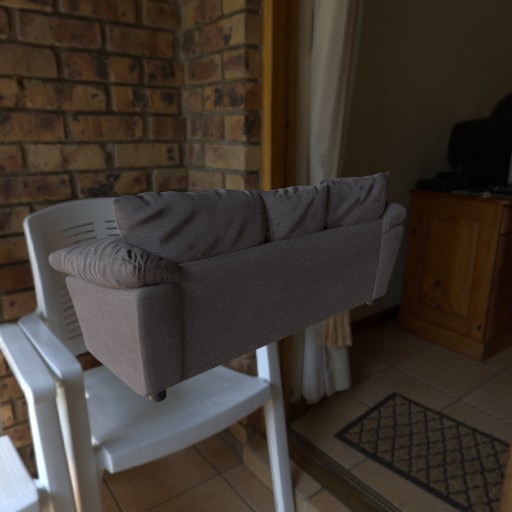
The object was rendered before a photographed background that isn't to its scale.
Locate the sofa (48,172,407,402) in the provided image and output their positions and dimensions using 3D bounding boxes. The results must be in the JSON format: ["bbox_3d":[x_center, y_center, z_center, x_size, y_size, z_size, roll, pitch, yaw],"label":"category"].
[{"bbox_3d":[0.000,0.000,2.934,2.390,1.043,0.927,-14,20,-41],"label":"sofa"}]
